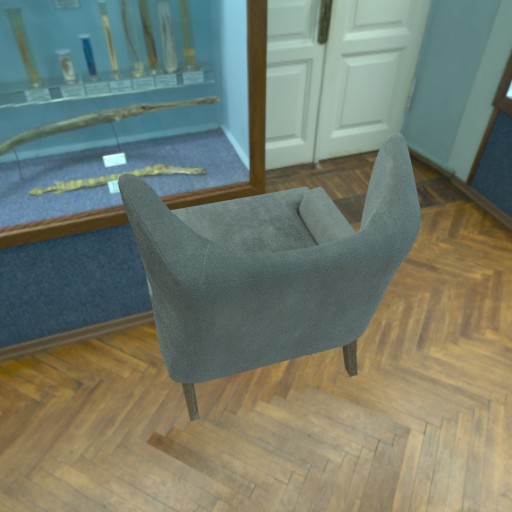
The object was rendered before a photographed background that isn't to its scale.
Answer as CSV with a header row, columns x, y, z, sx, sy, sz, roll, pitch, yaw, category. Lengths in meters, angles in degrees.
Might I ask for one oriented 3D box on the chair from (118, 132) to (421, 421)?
x,y,z,sx,sy,sz,roll,pitch,yaw,category
0.000,0.000,1.562,0.784,0.950,0.906,-11,43,-13,chair
